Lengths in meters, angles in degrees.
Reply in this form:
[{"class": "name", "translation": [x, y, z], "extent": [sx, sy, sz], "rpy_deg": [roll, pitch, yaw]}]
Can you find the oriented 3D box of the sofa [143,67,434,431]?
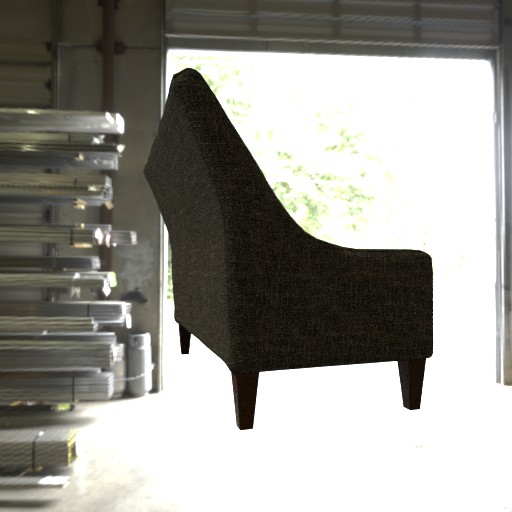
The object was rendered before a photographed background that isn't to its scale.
[{"class": "sofa", "translation": [0.000, 0.000, 1.895], "extent": [0.870, 1.021, 1.242], "rpy_deg": [0, -1, -18]}]
